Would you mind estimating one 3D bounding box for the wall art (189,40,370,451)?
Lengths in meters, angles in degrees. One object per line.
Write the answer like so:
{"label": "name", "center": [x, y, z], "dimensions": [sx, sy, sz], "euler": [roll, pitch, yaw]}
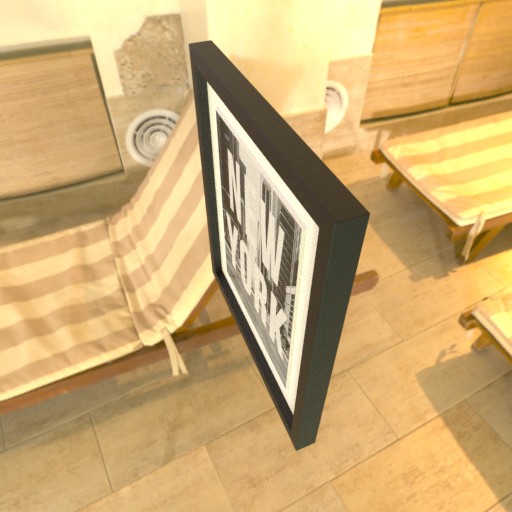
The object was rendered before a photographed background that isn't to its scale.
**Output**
{"label": "wall art", "center": [0.000, 0.000, 0.529], "dimensions": [0.028, 0.381, 0.328], "euler": [-17, 48, -16]}
